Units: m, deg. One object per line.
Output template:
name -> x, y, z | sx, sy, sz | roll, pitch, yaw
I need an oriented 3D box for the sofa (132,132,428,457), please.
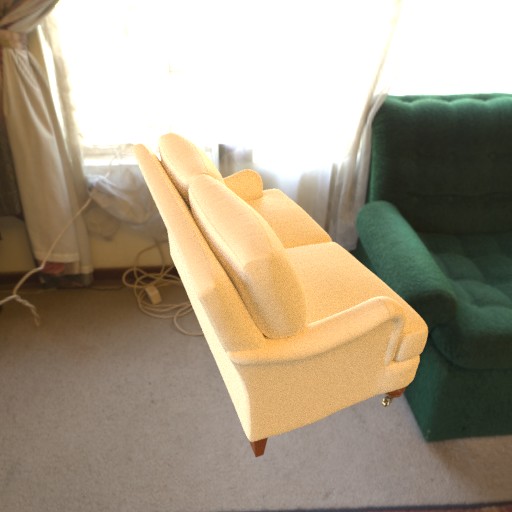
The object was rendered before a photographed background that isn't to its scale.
sofa -> 0.000, 0.000, 2.592 | 1.084, 1.101, 1.853 | -11, 32, -18
